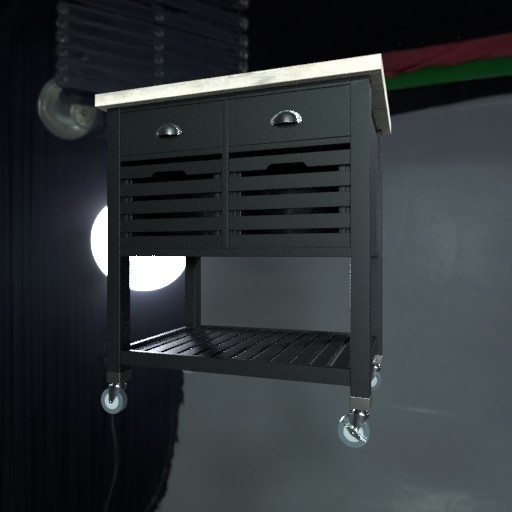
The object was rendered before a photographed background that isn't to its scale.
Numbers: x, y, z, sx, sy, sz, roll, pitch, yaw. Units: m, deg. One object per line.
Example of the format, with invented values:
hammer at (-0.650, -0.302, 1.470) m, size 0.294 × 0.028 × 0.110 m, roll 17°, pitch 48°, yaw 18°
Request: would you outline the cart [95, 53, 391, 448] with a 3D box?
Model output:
cart at (0.000, 0.000, 1.405) m, size 0.797 × 0.920 × 0.567 m, roll 0°, pitch 0°, yaw 19°
